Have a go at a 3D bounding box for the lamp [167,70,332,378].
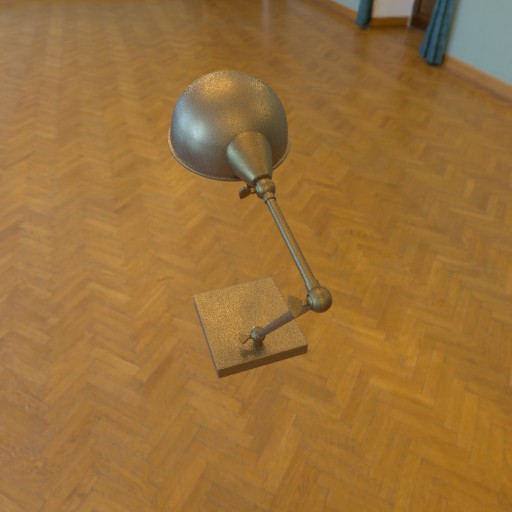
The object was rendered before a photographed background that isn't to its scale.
[{"bbox_3d":[0.000,0.000,0.539,0.149,0.371,0.339,-13,42,-14],"label":"lamp"}]
